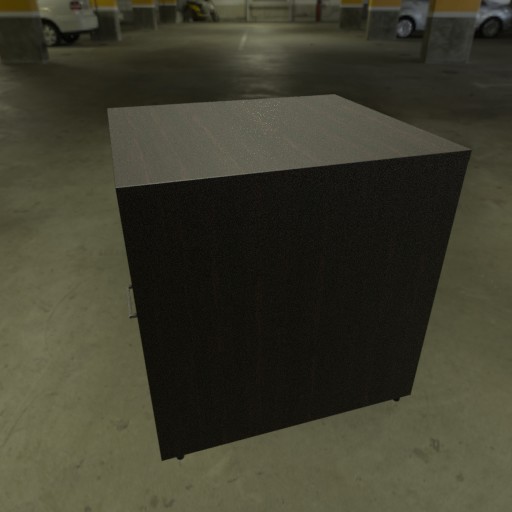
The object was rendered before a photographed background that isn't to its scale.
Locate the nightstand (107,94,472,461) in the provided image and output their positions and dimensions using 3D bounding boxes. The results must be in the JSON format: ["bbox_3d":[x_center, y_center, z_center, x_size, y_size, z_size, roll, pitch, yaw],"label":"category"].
[{"bbox_3d":[0.000,0.000,0.794,0.461,0.460,0.400,-9,31,-15],"label":"nightstand"}]
